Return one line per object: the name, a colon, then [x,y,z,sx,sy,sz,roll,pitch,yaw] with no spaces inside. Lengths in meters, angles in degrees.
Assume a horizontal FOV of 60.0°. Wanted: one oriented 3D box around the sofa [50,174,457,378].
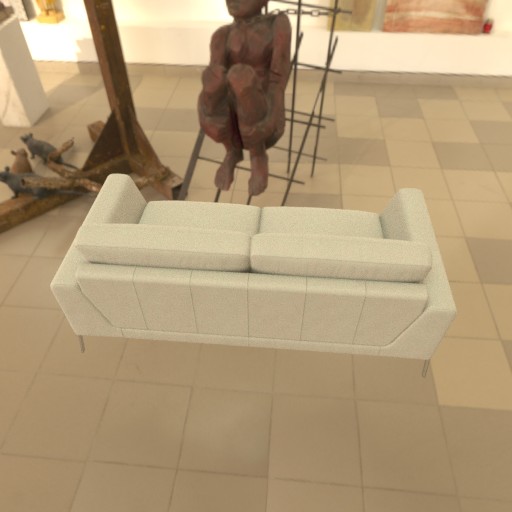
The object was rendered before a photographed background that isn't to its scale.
sofa: [0.000,0.000,2.596,2.017,0.875,0.953,3,46,3]
